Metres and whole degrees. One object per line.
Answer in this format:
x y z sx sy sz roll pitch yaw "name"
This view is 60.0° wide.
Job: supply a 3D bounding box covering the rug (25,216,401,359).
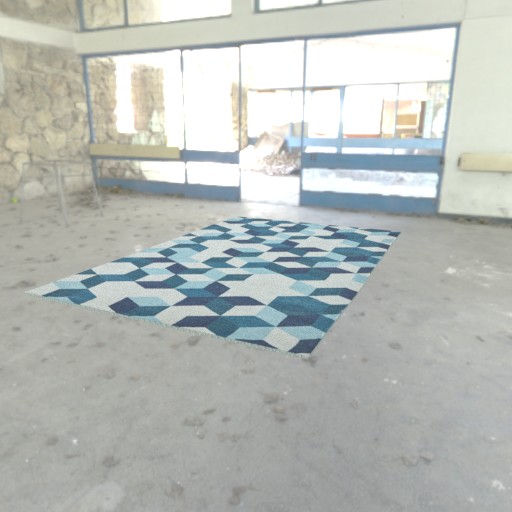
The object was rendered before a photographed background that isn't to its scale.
0.000 0.000 2.344 1.235 0.014 1.829 8 18 25 "rug"
